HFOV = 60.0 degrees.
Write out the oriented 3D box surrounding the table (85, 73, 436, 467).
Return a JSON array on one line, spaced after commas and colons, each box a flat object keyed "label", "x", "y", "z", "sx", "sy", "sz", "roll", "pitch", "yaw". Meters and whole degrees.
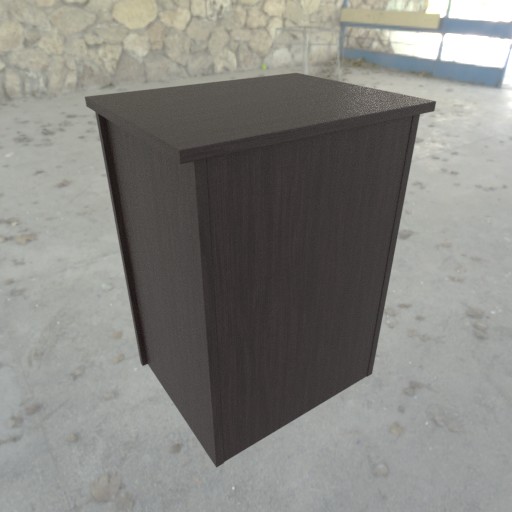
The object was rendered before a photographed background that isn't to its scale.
[{"label": "table", "x": 0.000, "y": 0.000, "z": 0.931, "sx": 0.480, "sy": 0.635, "sz": 0.381, "roll": -19, "pitch": 36, "yaw": -29}]
